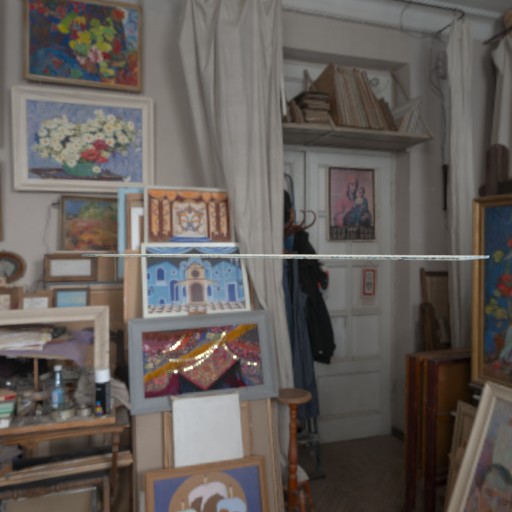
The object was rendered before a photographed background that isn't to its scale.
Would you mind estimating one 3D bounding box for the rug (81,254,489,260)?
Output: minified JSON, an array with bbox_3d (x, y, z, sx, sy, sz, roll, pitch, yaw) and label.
[{"bbox_3d":[0.000,0.000,2.694,2.434,0.013,0.770,0,1,35],"label":"rug"}]
